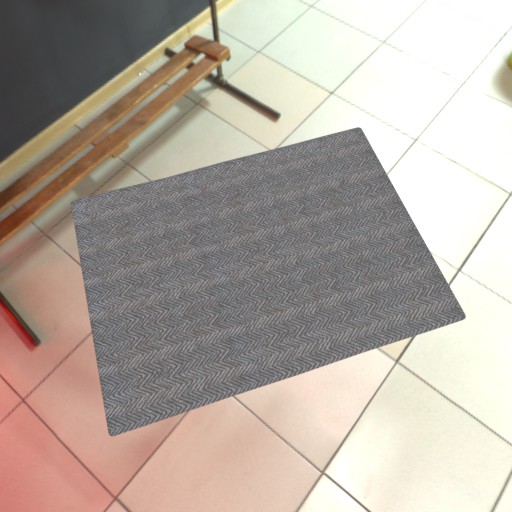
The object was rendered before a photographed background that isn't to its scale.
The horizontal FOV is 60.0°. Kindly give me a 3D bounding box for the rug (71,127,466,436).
[{"bbox_3d":[0.000,0.000,5.222,3.957,0.011,2.894,-16,65,-8],"label":"rug"}]
